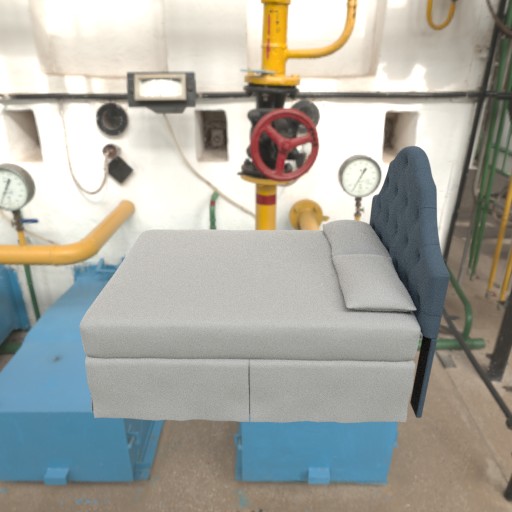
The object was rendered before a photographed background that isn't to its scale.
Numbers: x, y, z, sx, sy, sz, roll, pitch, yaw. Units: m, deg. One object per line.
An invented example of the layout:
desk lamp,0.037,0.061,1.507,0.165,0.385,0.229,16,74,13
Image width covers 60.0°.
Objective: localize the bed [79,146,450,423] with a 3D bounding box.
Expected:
bed,0.000,0.000,3.229,2.155,1.575,1.636,0,25,1
